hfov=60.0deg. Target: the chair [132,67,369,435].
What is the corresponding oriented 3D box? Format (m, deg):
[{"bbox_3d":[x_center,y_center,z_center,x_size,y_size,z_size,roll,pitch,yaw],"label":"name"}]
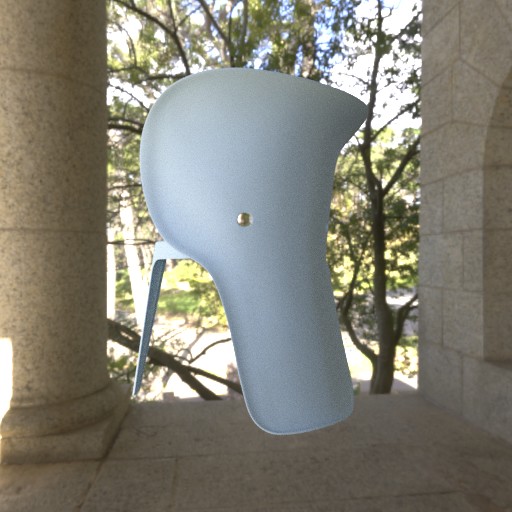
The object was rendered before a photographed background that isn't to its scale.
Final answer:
[{"bbox_3d":[0.000,0.000,0.867,0.451,0.554,0.402,1,-1,-36],"label":"chair"}]
